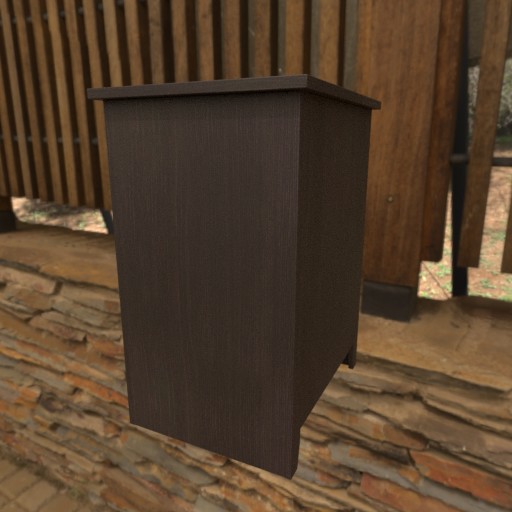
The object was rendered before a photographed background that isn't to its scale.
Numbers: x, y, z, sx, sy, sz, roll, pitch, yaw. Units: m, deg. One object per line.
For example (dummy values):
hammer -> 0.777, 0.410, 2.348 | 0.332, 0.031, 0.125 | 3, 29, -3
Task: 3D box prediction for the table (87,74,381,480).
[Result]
table -> 0.000, 0.000, 0.932 | 0.381, 0.635, 0.480 | 7, 16, 25
